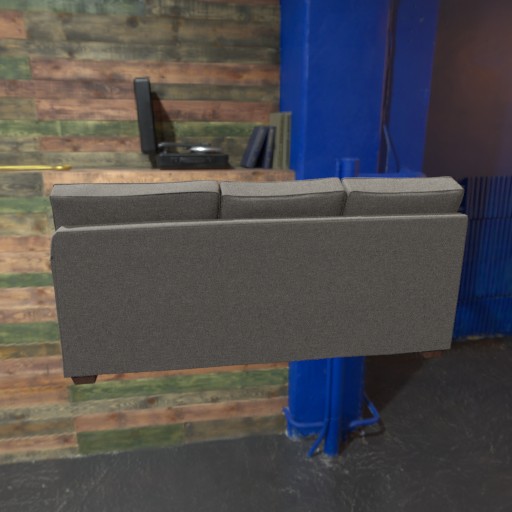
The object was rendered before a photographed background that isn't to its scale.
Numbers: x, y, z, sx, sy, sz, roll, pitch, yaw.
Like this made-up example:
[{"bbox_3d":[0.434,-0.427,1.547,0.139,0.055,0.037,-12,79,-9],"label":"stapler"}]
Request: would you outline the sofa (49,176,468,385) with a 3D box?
[{"bbox_3d":[0.000,0.000,2.556,1.963,0.946,1.034,-2,15,-8],"label":"sofa"}]
